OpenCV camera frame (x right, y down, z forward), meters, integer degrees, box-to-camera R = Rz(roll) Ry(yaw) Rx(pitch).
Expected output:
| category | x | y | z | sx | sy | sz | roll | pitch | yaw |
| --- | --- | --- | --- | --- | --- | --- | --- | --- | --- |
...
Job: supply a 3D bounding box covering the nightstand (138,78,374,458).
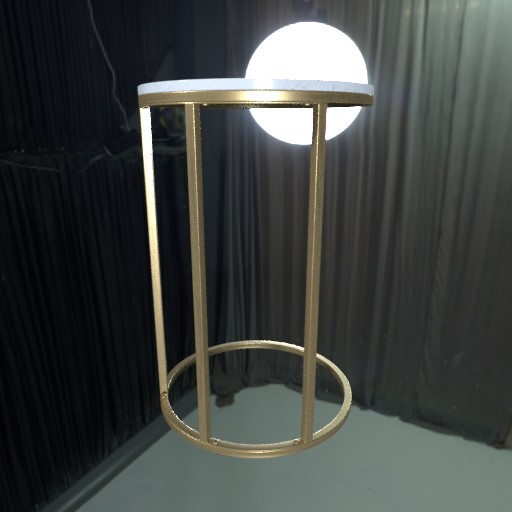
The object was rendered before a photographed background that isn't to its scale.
| category | x | y | z | sx | sy | sz | roll | pitch | yaw |
| --- | --- | --- | --- | --- | --- | --- | --- | --- | --- |
| nightstand | 0.000 | 0.000 | 0.862 | 0.400 | 0.610 | 0.400 | 9 | 19 | 26 |
